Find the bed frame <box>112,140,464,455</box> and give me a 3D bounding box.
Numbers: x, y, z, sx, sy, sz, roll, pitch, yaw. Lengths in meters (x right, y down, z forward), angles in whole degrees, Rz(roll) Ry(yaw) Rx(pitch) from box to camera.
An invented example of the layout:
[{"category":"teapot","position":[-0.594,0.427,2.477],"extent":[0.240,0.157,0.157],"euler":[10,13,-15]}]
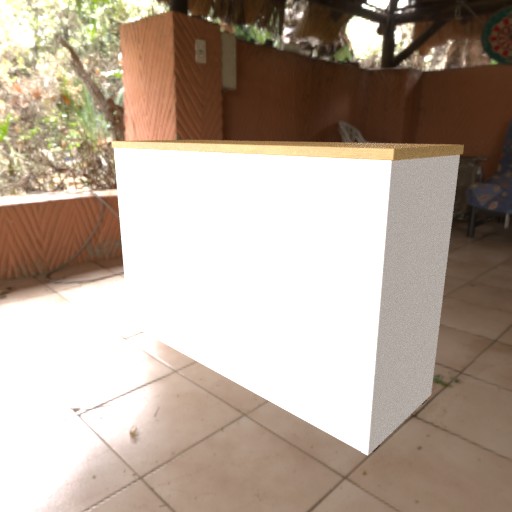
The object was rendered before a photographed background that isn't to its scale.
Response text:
[{"category":"bed frame","position":[0.000,0.000,1.713],"extent":[1.300,0.850,0.430],"euler":[15,21,42]}]
